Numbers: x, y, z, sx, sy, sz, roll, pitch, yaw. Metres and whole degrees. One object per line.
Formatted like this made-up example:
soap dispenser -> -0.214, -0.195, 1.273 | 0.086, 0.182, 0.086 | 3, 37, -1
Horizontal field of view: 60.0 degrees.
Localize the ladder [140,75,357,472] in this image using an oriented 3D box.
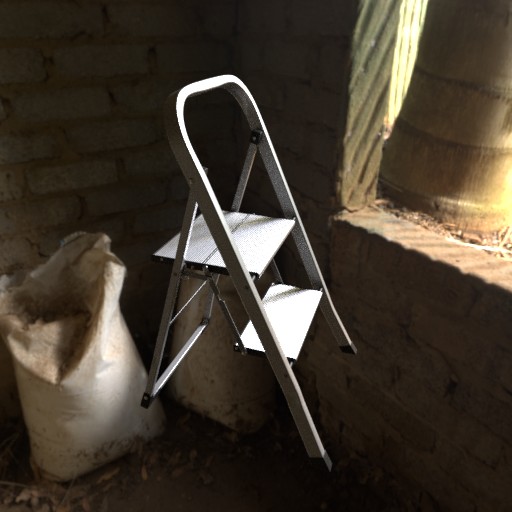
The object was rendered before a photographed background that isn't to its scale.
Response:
ladder -> 0.000, 0.000, 1.120 | 0.530, 0.830, 0.465 | 9, 29, 17
